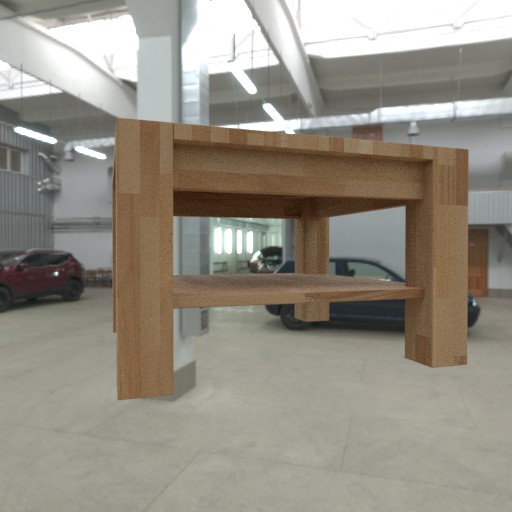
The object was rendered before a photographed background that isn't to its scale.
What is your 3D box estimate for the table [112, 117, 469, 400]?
[{"bbox_3d":[0.000,0.000,1.146,0.700,0.451,0.700,0,1,-19],"label":"table"}]
